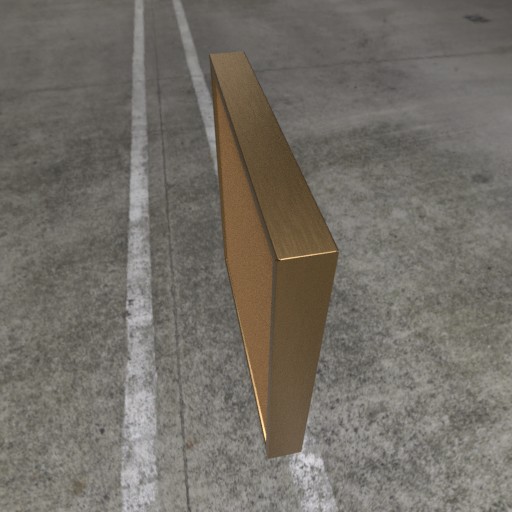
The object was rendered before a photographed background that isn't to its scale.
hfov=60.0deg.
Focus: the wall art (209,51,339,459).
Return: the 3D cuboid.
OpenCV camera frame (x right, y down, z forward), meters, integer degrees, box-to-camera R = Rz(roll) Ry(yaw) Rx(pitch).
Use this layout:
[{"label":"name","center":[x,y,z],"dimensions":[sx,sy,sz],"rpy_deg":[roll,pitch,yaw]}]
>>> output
[{"label":"wall art","center":[0.000,0.000,0.469],"dimensions":[0.037,0.305,0.305],"rpy_deg":[-8,46,-8]}]
